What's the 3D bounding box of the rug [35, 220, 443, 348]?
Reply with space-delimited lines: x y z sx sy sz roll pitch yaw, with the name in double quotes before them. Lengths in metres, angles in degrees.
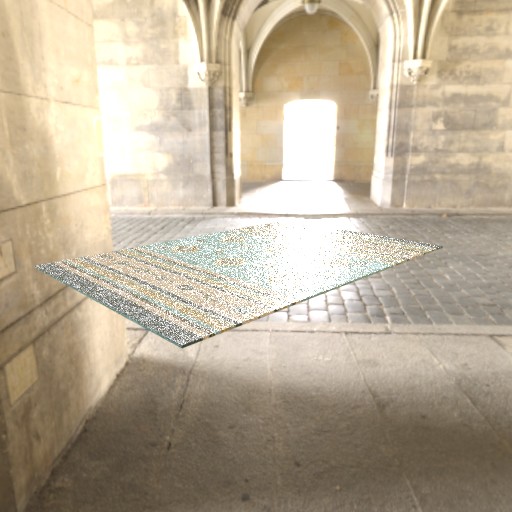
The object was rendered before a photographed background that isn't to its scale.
"rug" 0.000 0.000 2.339 1.811 0.010 1.212 -14 20 -43
